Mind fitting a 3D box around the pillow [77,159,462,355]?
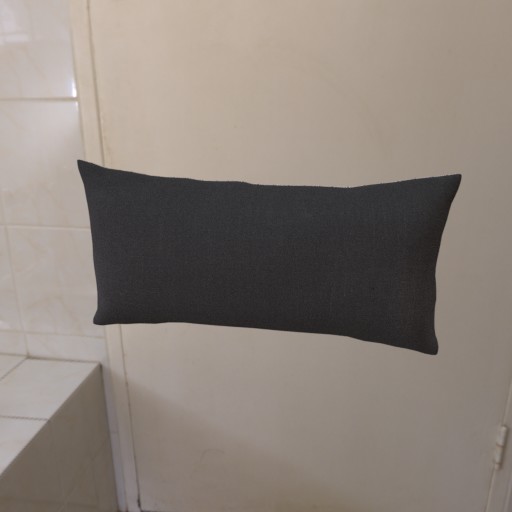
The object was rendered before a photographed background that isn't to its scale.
[{"bbox_3d":[0.000,0.000,0.736,0.609,0.305,0.151,3,18,9],"label":"pillow"}]
